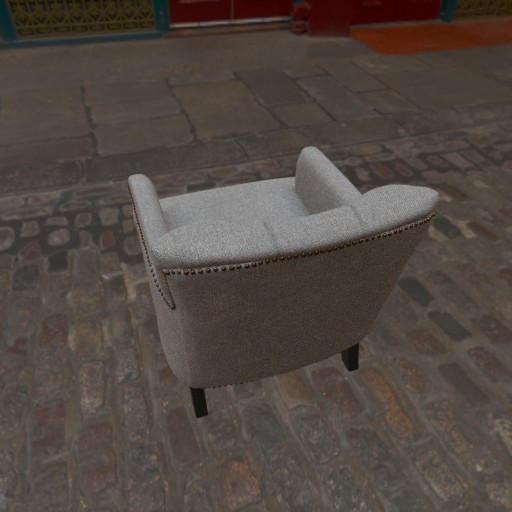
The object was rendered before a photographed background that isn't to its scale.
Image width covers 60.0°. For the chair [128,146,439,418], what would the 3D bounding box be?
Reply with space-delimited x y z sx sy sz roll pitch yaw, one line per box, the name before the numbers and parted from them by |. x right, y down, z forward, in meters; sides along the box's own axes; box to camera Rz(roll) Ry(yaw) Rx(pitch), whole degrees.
chair | 0.000 0.000 1.517 0.737 0.823 0.902 -12 41 -14
